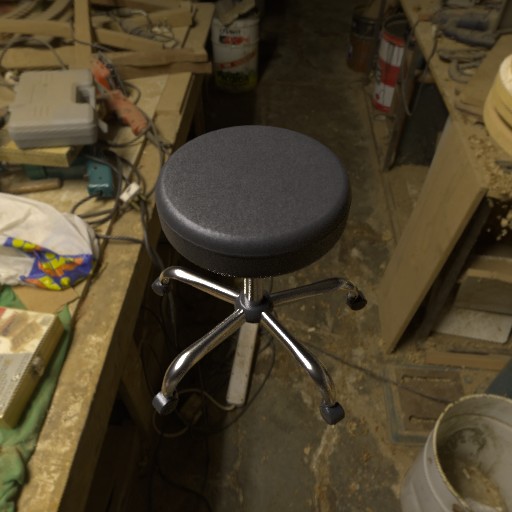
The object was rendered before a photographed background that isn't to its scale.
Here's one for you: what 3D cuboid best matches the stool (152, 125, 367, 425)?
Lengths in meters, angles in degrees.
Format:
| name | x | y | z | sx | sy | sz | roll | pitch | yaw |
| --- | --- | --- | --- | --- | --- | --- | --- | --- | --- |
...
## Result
| name | x | y | z | sx | sy | sz | roll | pitch | yaw |
| --- | --- | --- | --- | --- | --- | --- | --- | --- | --- |
| stool | 0.000 | 0.000 | 1.134 | 0.673 | 0.576 | 0.638 | 3 | 47 | 3 |
